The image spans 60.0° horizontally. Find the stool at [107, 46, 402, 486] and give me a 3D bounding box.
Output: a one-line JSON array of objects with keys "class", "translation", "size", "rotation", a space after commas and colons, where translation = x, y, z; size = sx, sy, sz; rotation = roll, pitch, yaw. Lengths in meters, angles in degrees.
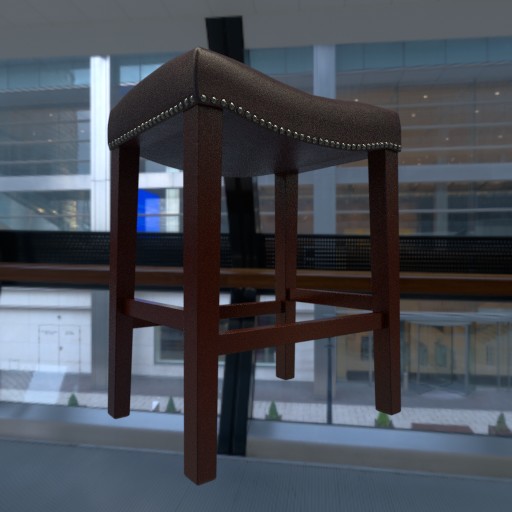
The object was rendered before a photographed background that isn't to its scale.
[{"class": "stool", "translation": [0.000, 0.000, 0.925], "size": [0.504, 0.657, 0.372], "rotation": [0, 0, -38]}]
